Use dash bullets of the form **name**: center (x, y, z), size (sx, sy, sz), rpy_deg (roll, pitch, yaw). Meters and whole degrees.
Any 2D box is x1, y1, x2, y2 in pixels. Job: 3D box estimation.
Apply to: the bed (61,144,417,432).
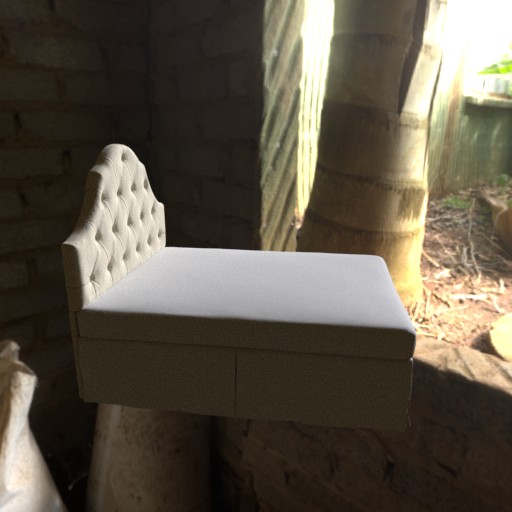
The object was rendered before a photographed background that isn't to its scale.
- **bed**: center (0.000, 0.000, 3.235), size (2.092, 1.575, 1.627), rpy_deg (2, 16, 8)
